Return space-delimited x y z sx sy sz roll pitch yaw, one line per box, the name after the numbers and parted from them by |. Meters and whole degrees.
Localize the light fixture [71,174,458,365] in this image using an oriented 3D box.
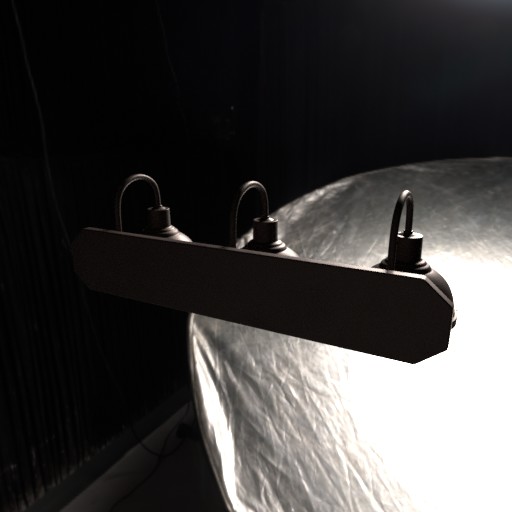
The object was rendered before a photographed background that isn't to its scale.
0.000 0.000 0.749 0.634 0.254 0.229 8 18 27 | light fixture
